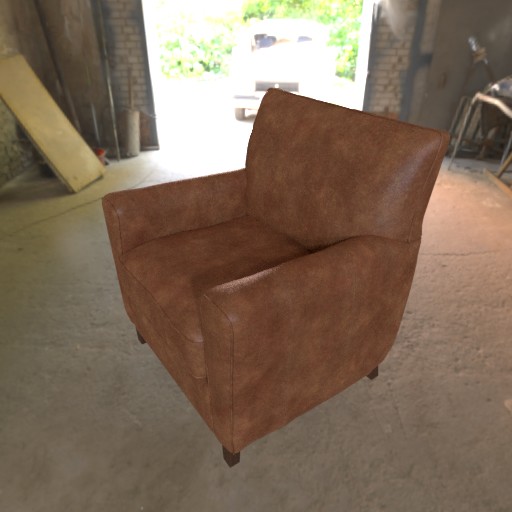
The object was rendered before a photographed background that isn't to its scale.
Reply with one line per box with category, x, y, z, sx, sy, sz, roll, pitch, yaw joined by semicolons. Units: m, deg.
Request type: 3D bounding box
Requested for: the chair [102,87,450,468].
chair;0.000;0.000;1.564;0.823;0.943;0.870;-20;36;-30
